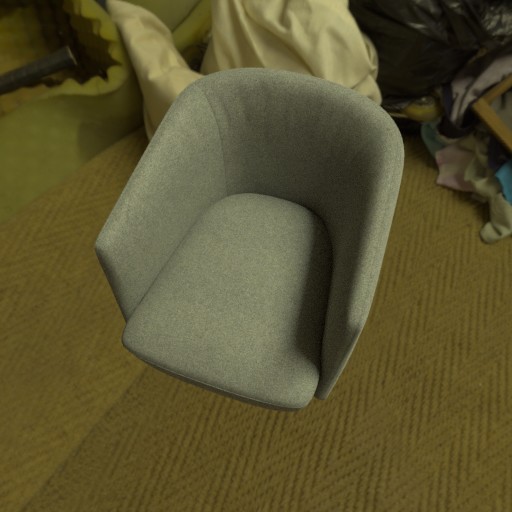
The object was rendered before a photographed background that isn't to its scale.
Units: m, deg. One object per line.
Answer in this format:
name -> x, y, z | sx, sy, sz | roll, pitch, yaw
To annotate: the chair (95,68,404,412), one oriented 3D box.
chair -> 0.000, 0.000, 1.615 | 0.822, 0.861, 0.986 | 16, 60, 10
